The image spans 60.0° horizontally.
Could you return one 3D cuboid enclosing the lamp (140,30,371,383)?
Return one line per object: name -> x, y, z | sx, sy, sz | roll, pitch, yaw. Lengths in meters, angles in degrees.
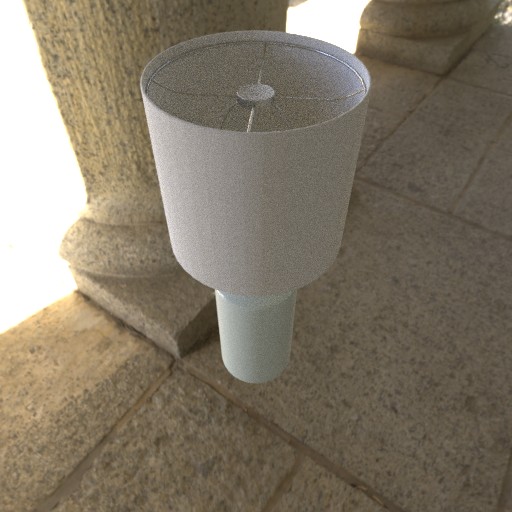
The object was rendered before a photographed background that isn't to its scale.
lamp -> 0.000, 0.000, 0.590 | 0.212, 0.493, 0.212 | 4, 47, 4
